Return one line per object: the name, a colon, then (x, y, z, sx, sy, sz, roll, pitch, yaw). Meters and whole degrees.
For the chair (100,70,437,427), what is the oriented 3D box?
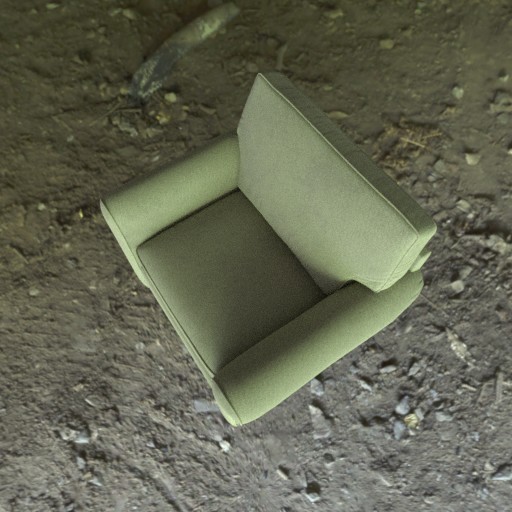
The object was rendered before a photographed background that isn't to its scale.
chair: (0.000, 0.000, 1.951, 0.939, 1.044, 1.147, -31, 67, -15)
